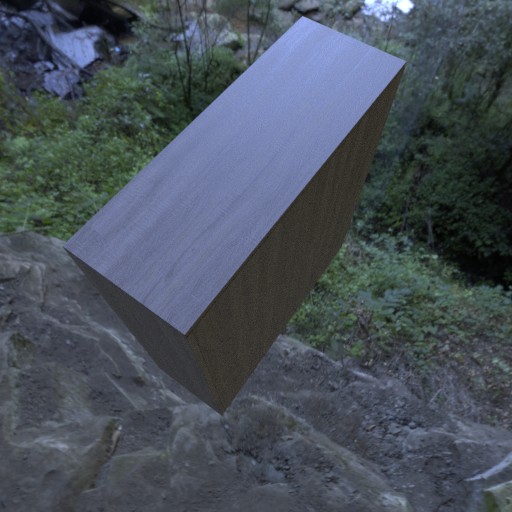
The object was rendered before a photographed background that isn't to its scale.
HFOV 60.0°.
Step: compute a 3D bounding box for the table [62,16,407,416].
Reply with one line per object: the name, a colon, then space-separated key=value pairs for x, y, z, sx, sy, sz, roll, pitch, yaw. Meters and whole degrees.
table: x=0.000 y=0.000 z=1.875 sx=0.398 sy=1.388 sz=1.111 roll=32 pitch=67 yaw=16
